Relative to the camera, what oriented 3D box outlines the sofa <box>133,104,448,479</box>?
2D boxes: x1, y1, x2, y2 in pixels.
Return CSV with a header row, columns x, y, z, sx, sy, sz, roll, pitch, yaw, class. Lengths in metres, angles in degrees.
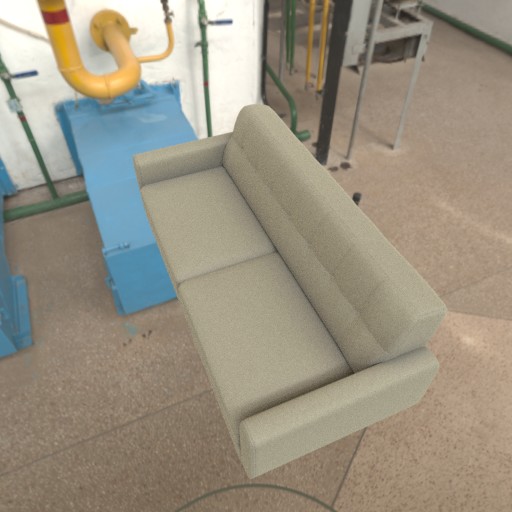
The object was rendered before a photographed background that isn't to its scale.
x,y,z,sx,sy,sz,roll,pitch,yaw,class
0.000,0.000,2.620,0.980,0.892,2.137,-17,49,-15,sofa
